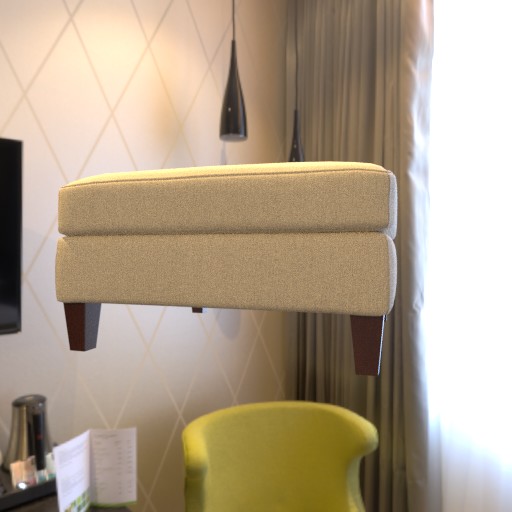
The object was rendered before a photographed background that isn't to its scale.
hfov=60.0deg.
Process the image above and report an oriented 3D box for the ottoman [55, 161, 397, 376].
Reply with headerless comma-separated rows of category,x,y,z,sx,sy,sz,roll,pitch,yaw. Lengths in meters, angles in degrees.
ottoman,0.000,0.000,1.383,0.838,0.478,0.838,0,1,18
